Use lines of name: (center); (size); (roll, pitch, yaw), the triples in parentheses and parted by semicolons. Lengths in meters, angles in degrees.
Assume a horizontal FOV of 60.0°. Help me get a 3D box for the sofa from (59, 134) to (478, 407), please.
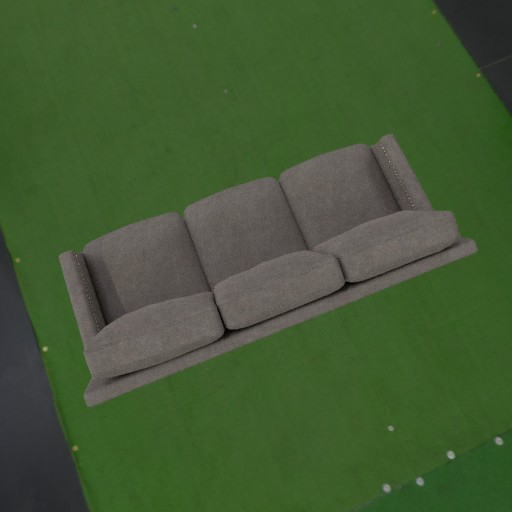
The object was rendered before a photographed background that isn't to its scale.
sofa: (0.000, 0.000, 2.783); (2.226, 1.042, 1.034); (-21, 75, -6)
